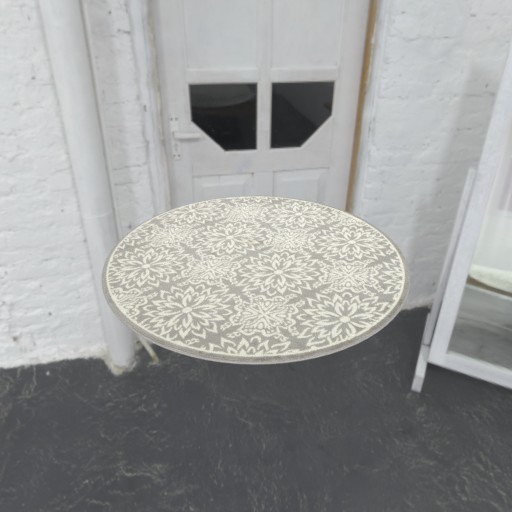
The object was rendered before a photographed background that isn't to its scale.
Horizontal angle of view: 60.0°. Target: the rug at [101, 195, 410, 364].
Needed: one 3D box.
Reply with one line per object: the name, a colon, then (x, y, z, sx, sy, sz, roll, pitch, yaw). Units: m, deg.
rug: (0.000, 0.000, 2.382, 1.593, 0.012, 1.593, 0, 31, 0)
